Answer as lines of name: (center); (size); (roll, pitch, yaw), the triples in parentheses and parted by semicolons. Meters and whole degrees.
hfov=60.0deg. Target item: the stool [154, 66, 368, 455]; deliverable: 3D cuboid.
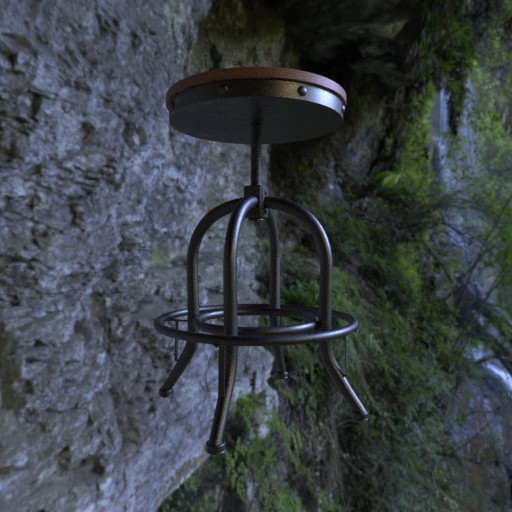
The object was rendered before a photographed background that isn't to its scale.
stool: (0.000, 0.000, 0.882); (0.439, 0.609, 0.439); (0, 2, 18)
